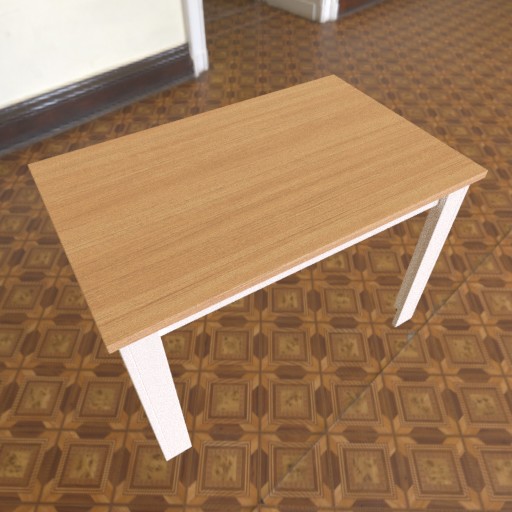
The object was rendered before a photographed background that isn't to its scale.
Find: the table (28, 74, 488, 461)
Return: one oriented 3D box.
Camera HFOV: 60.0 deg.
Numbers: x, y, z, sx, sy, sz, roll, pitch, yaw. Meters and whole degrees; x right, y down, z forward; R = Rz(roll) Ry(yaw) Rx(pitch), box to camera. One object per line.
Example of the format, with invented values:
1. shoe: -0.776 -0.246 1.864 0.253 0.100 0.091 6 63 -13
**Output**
1. table: 0.000 0.000 1.521 1.100 0.734 0.700 -24 51 -21
